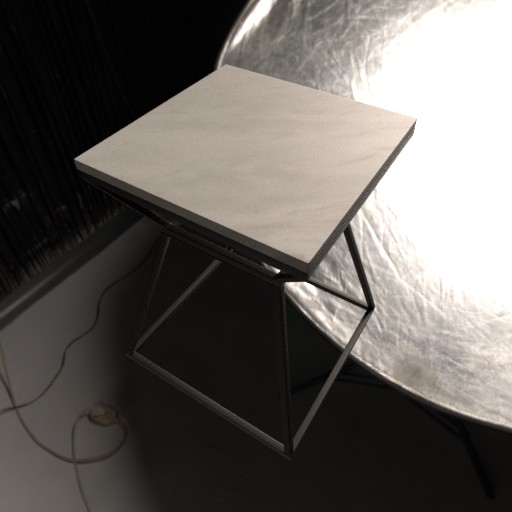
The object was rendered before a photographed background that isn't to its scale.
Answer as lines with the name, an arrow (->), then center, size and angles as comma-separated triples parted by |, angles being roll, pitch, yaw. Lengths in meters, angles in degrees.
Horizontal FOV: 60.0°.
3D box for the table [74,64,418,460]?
table -> 0.000, 0.000, 0.922 | 0.455, 0.559, 0.455 | 25, 51, 22
